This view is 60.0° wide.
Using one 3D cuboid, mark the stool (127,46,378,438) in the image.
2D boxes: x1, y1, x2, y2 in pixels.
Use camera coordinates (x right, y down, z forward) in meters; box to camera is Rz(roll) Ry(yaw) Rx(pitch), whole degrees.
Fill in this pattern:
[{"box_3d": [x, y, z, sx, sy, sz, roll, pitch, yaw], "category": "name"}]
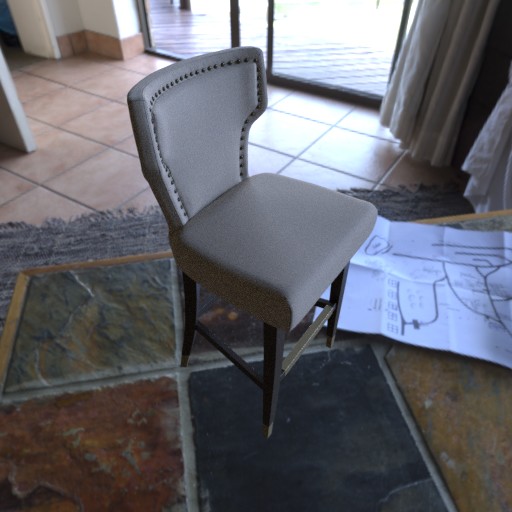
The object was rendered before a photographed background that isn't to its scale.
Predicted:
[{"box_3d": [0.000, 0.000, 1.401, 0.563, 1.092, 0.526, 24, 46, 26], "category": "stool"}]
